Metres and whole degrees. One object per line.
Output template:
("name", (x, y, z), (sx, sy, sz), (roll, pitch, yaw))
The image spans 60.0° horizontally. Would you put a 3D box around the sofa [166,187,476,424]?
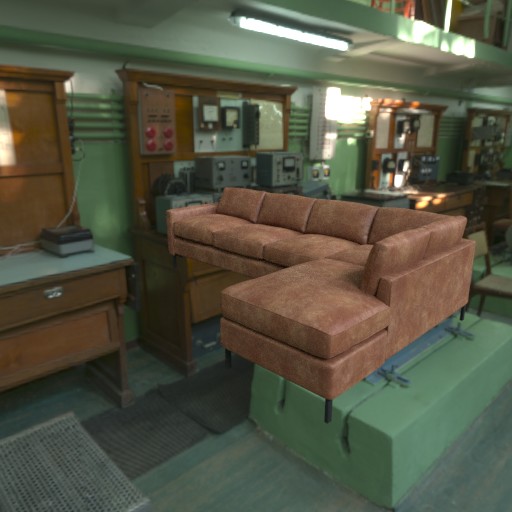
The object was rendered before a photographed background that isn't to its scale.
("sofa", (0.000, 0.000, 3.826), (1.938, 0.877, 2.984), (-15, 22, -43))
